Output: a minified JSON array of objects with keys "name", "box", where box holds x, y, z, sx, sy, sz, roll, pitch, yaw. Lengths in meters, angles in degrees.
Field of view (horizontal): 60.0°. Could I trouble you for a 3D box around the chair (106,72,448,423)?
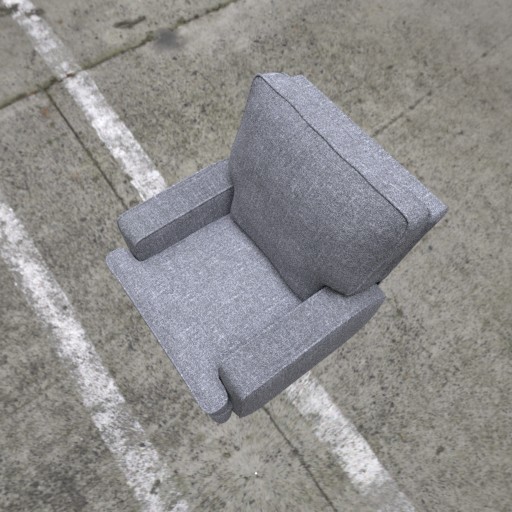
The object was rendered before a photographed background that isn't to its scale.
[{"name":"chair","box":[0.000,0.000,1.709,0.964,0.962,0.861,-34,69,-15]}]
